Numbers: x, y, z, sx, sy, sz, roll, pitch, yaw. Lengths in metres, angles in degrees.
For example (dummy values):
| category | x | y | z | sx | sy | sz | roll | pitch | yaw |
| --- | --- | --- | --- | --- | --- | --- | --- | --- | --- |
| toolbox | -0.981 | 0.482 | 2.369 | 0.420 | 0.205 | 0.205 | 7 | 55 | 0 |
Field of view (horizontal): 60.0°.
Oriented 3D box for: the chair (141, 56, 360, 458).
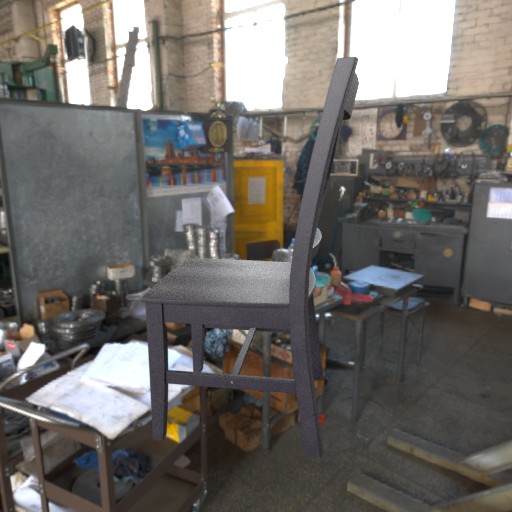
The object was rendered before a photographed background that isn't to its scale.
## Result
| category | x | y | z | sx | sy | sz | roll | pitch | yaw |
| --- | --- | --- | --- | --- | --- | --- | --- | --- | --- |
| chair | 0.000 | 0.000 | 1.302 | 0.542 | 0.983 | 0.485 | 2 | 13 | 8 |
